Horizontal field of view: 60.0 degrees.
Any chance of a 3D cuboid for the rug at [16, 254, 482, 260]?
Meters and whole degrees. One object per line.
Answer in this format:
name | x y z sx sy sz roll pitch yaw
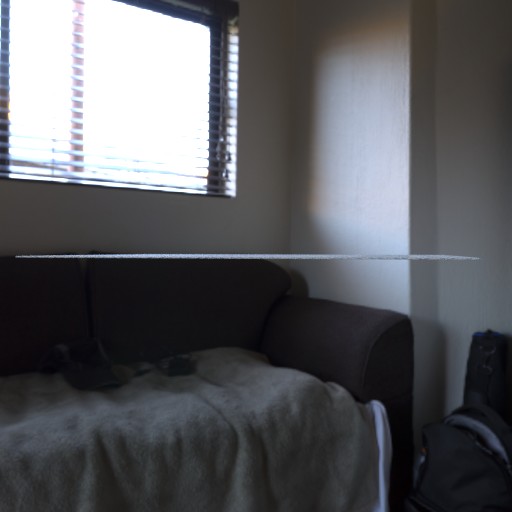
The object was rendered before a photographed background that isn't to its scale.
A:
rug | 0.000 0.000 2.935 2.441 0.008 1.526 0 1 17
